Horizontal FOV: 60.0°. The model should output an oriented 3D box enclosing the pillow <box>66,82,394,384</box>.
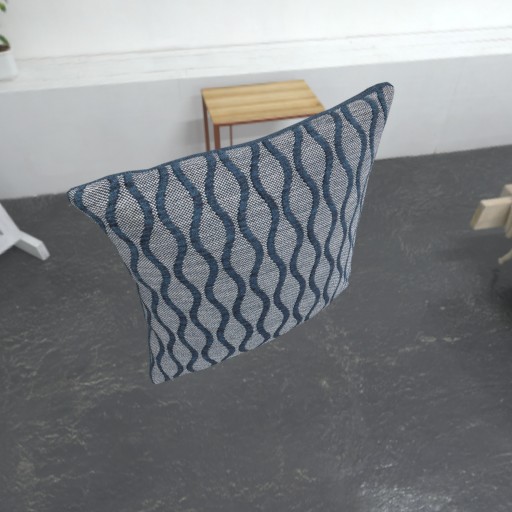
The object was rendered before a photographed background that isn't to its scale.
[{"bbox_3d":[0.000,0.000,0.672,0.435,0.435,0.159,-25,53,-20],"label":"pillow"}]
